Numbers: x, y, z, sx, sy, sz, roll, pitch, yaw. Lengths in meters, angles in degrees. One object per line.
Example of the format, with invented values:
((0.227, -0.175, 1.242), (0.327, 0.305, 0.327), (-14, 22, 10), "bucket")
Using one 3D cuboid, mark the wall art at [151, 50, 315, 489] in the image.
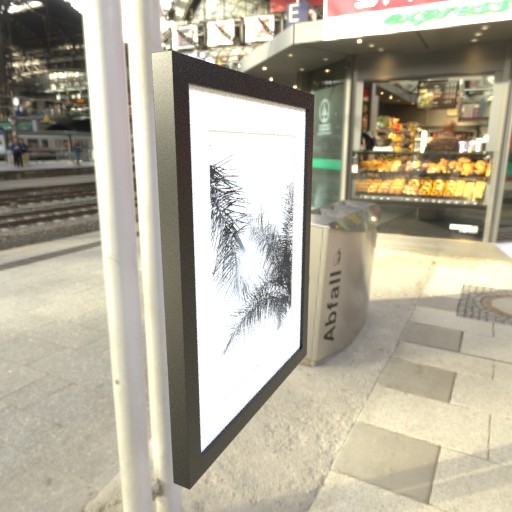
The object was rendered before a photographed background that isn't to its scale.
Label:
((0.000, 0.000, 0.746), (0.028, 0.557, 0.457), (7, 15, 26), "wall art")
